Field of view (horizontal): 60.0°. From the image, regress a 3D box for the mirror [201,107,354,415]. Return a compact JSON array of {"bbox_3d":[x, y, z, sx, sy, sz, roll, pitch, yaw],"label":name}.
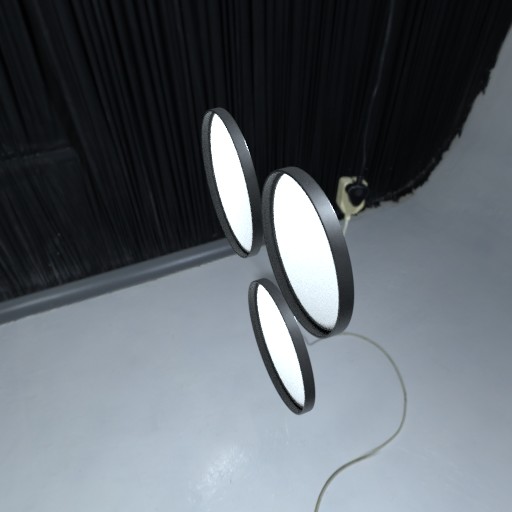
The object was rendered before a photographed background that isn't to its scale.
[{"bbox_3d":[0.000,0.000,3.181,0.076,2.096,2.160,-16,47,-16],"label":"mirror"}]
